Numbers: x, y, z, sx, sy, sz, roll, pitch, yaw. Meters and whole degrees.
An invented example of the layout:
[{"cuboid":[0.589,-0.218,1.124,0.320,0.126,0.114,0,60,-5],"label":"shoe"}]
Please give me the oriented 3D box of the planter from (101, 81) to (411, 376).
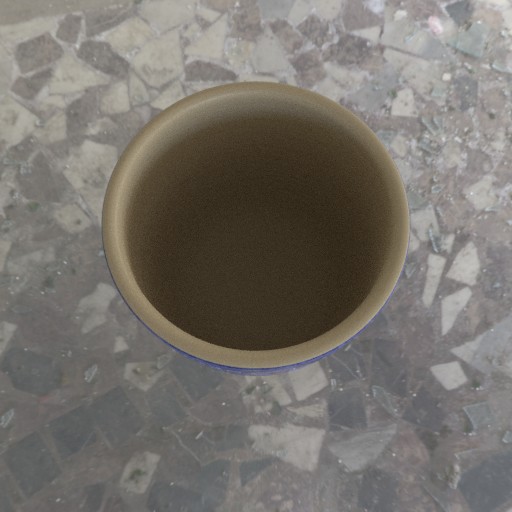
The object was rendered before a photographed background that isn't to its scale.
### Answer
[{"cuboid":[0.000,0.000,0.207,0.109,0.112,0.109,0,73,0],"label":"planter"}]
